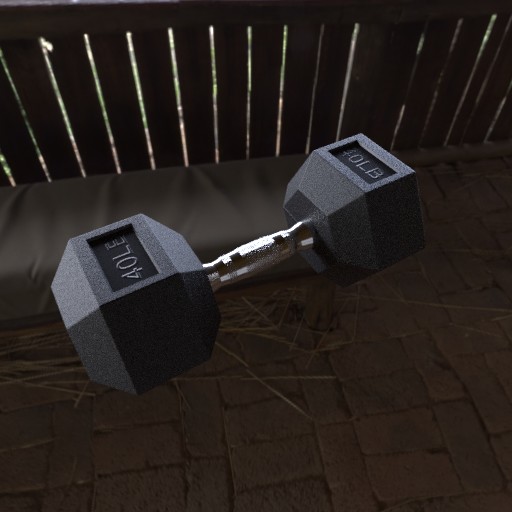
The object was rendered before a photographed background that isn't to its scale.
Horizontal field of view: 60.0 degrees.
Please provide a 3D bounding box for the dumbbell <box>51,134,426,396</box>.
[{"bbox_3d":[0.000,0.000,0.440,0.361,0.137,0.157,-24,51,-21],"label":"dumbbell"}]
